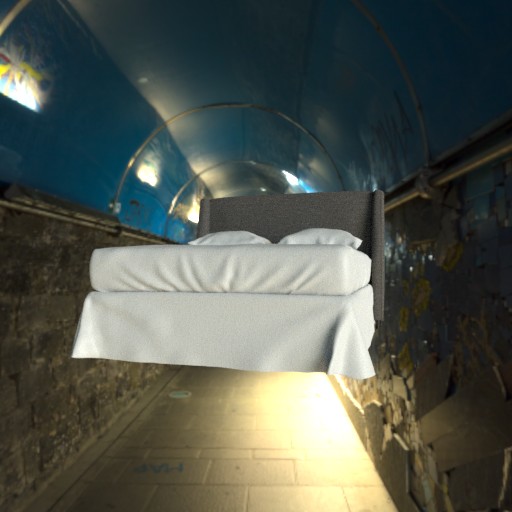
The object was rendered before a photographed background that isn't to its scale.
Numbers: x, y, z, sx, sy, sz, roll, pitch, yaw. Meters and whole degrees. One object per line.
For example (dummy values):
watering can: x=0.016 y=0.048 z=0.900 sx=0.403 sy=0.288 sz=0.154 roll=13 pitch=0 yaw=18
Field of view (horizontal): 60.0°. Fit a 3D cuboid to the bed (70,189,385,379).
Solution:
bed: x=0.000 y=0.000 z=3.540 sx=1.925 sy=1.332 sz=2.276 roll=0 pitch=-2 yaw=18
